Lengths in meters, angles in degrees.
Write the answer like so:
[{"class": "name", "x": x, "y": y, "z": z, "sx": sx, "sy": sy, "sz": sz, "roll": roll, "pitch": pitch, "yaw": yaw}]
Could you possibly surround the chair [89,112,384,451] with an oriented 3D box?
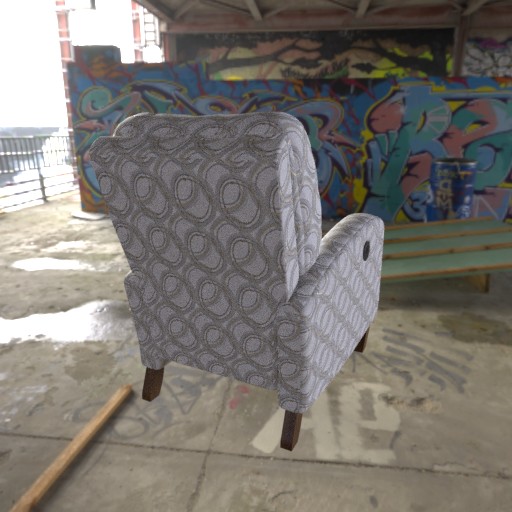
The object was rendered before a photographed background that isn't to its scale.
[{"class": "chair", "x": 0.000, "y": 0.000, "z": 1.744, "sx": 0.796, "sy": 1.065, "sz": 0.995, "roll": 8, "pitch": 18, "yaw": 26}]
